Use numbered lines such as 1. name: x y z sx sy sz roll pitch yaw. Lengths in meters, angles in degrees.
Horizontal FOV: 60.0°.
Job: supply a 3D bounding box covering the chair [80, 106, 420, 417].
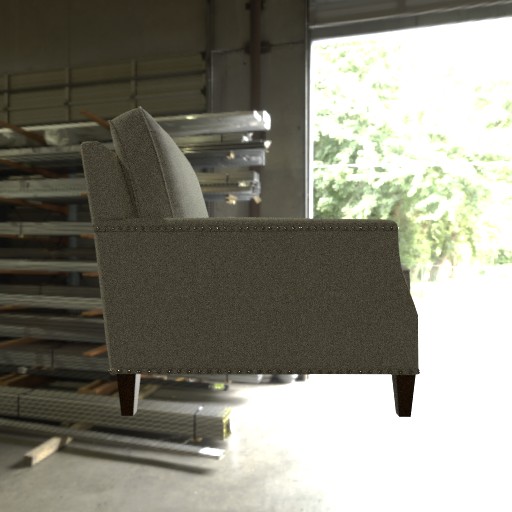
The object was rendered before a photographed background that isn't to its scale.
1. chair: 0.000 0.000 1.698 1.014 0.943 0.853 0 0 1
